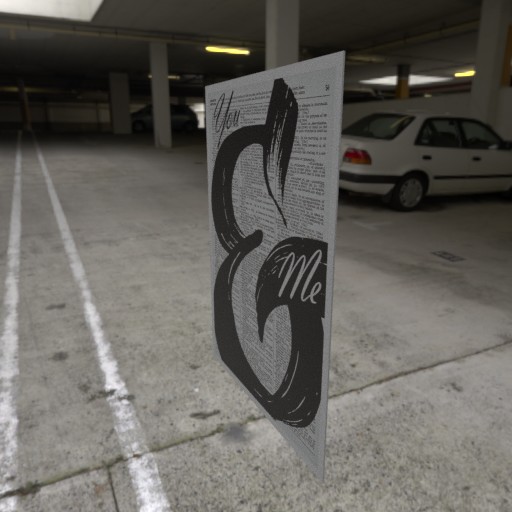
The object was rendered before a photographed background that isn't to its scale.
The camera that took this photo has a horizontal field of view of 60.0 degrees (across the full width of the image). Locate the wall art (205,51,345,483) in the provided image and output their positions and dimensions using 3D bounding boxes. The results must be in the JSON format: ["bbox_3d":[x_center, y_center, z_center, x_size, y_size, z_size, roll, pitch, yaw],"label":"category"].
[{"bbox_3d":[0.000,0.000,0.795,0.003,0.609,0.457,-8,17,-26],"label":"wall art"}]
